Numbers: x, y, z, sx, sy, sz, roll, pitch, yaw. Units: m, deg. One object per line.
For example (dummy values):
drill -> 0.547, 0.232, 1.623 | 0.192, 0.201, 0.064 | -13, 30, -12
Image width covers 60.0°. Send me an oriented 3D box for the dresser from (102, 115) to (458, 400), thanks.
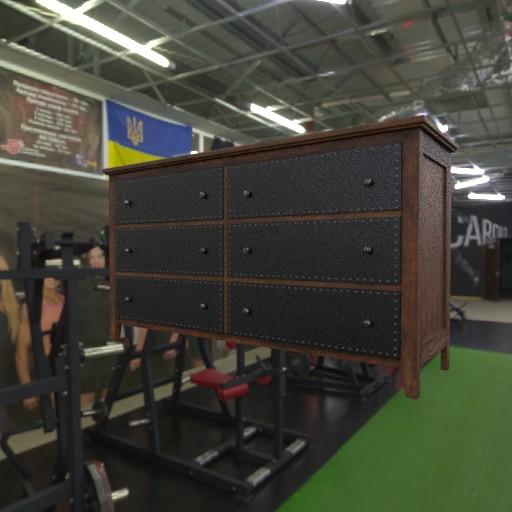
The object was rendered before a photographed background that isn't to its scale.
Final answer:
dresser -> 0.000, 0.000, 1.947 | 1.551, 0.856, 0.463 | 1, 1, 35
